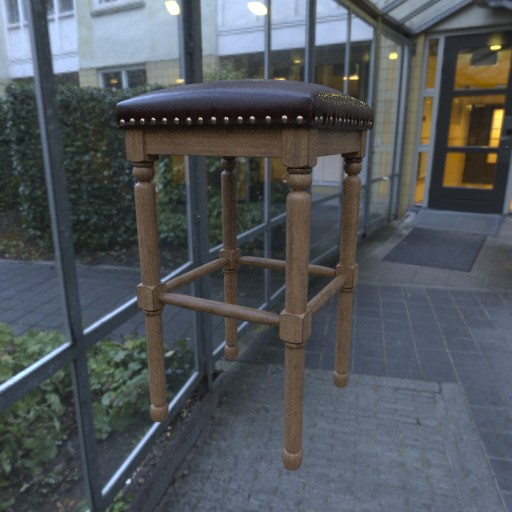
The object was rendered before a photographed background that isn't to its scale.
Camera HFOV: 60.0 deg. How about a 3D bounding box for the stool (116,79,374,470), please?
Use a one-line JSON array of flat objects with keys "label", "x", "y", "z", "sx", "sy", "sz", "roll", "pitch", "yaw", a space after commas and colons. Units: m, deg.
[{"label": "stool", "x": 0.000, "y": 0.000, "z": 0.951, "sx": 0.383, "sy": 0.702, "sz": 0.382, "roll": 8, "pitch": 17, "yaw": 26}]
